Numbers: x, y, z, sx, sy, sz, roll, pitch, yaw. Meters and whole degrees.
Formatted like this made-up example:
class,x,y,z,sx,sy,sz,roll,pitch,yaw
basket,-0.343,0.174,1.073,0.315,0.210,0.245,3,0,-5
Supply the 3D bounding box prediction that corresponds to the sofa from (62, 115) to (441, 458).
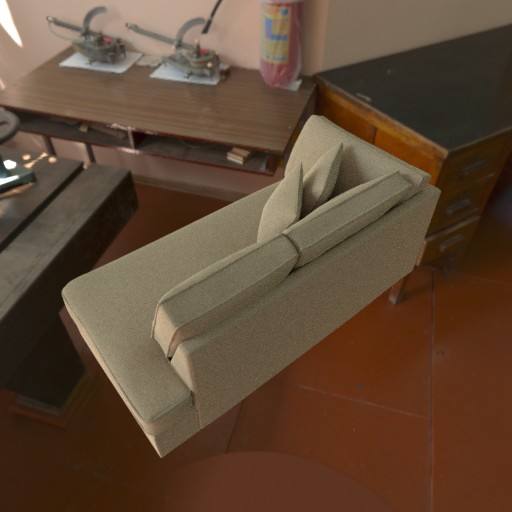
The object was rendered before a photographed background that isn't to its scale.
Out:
class,x,y,z,sx,sy,sz,roll,pitch,yaw
sofa,0.000,0.000,2.863,2.237,1.033,1.110,-30,52,-27
